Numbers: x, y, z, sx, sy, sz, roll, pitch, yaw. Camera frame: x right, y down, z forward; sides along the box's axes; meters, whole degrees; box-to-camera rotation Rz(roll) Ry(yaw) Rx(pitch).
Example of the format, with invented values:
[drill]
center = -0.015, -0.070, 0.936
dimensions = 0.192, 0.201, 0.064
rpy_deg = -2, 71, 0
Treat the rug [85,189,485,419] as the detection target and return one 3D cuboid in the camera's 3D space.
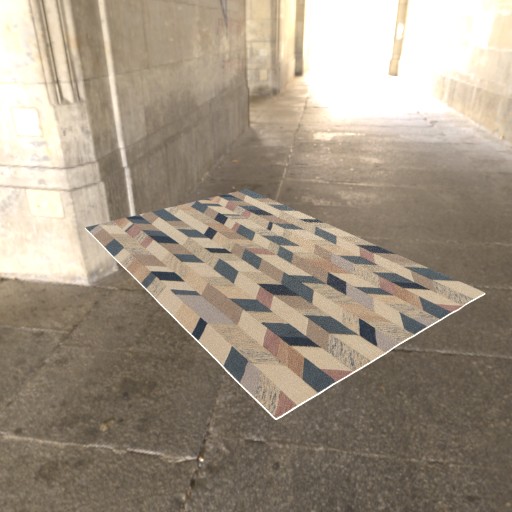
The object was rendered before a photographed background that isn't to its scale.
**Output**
[rug]
center = 0.000, 0.000, 2.298
dimensions = 1.202, 0.006, 1.813
rpy_deg = -19, 32, -32
